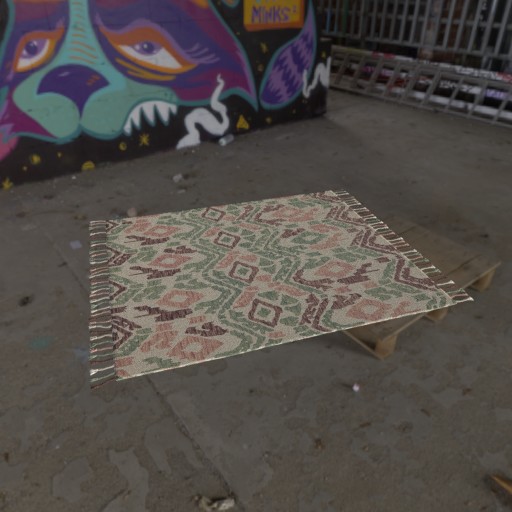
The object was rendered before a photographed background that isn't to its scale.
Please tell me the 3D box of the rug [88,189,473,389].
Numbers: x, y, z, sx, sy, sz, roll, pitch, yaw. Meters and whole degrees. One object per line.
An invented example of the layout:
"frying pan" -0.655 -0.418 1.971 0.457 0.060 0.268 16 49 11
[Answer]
"rug" 0.000 0.000 4.230 3.048 0.010 2.438 -10 34 -15
